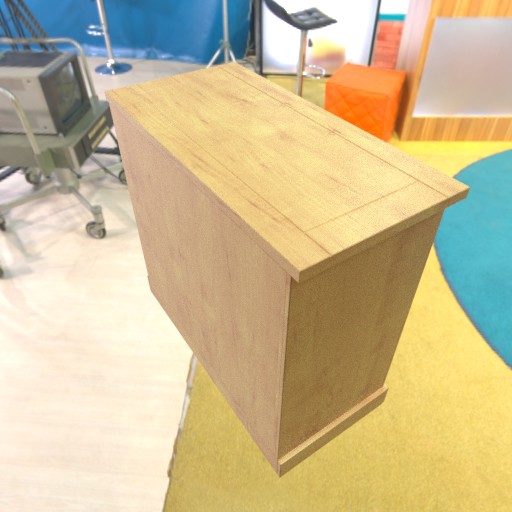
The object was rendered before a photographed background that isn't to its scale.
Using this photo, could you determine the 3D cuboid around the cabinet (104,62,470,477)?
[{"bbox_3d":[0.000,0.000,1.388,0.450,0.840,0.920,-24,47,-25],"label":"cabinet"}]
